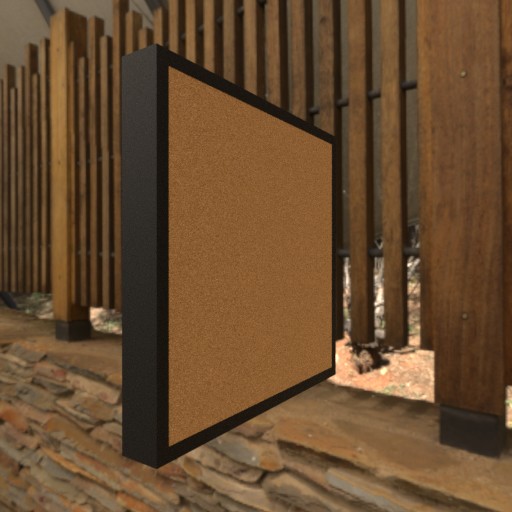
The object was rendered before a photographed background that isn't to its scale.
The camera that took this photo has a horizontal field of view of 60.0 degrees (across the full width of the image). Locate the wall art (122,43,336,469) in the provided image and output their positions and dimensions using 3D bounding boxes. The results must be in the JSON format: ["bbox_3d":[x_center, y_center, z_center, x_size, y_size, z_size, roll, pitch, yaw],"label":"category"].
[{"bbox_3d":[0.000,0.000,0.452,0.038,0.304,0.305,0,0,35],"label":"wall art"}]
